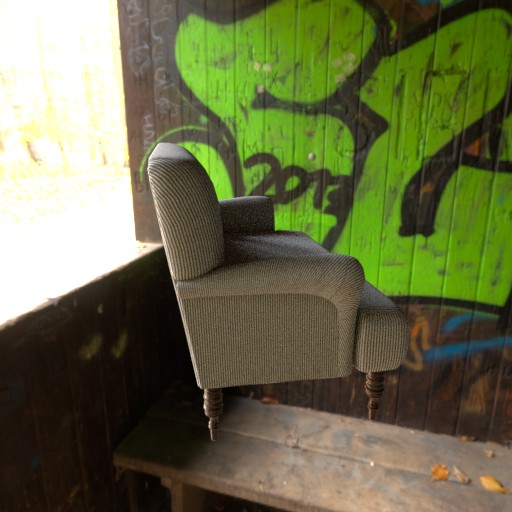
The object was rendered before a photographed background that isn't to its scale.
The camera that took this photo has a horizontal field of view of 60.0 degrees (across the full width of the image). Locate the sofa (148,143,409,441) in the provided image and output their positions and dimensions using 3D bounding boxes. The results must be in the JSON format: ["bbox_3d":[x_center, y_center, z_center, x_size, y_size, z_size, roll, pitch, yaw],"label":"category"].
[{"bbox_3d":[0.000,0.000,1.847,0.779,0.889,1.297,-3,16,-10],"label":"sofa"}]
